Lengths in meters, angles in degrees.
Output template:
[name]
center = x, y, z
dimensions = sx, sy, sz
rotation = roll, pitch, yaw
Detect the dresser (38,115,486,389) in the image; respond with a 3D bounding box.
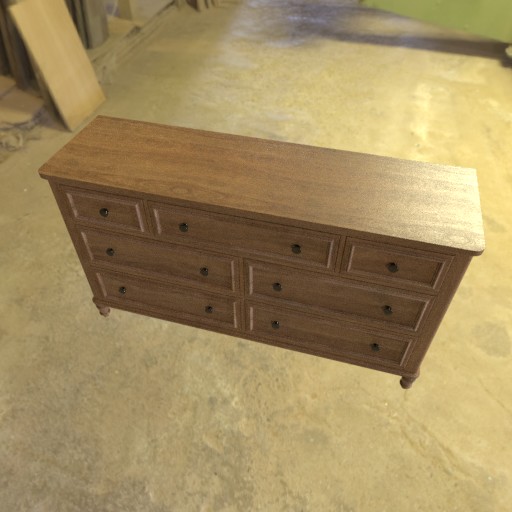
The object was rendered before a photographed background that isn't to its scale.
[dresser]
center = 0.000, 0.000, 1.968
dimensions = 1.583, 0.892, 0.468
rotation = 11, 46, 11
